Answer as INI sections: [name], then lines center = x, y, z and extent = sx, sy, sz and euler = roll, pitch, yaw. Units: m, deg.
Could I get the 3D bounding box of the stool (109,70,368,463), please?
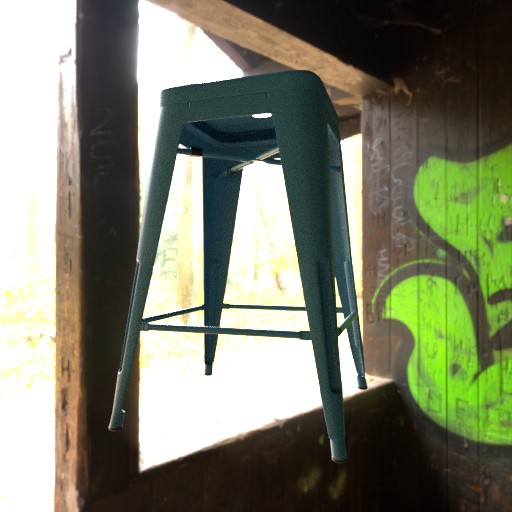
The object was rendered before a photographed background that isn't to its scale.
[stool]
center = 0.000, 0.000, 0.898
extent = 0.410, 0.608, 0.410
euler = 0, -1, 18
